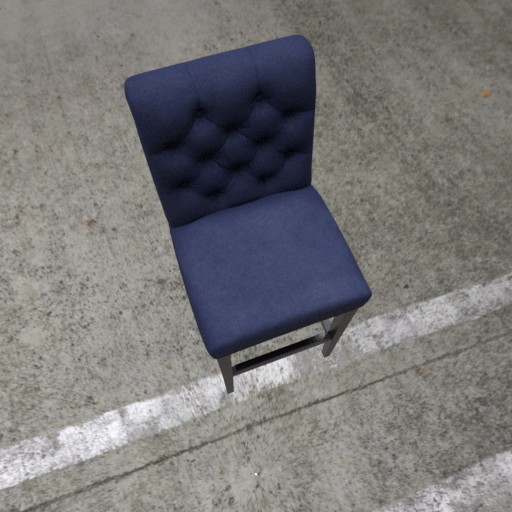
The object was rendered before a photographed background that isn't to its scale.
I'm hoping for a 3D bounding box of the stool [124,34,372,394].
[{"bbox_3d":[0.000,0.000,1.445,0.493,1.140,0.601,-18,65,-9],"label":"stool"}]
